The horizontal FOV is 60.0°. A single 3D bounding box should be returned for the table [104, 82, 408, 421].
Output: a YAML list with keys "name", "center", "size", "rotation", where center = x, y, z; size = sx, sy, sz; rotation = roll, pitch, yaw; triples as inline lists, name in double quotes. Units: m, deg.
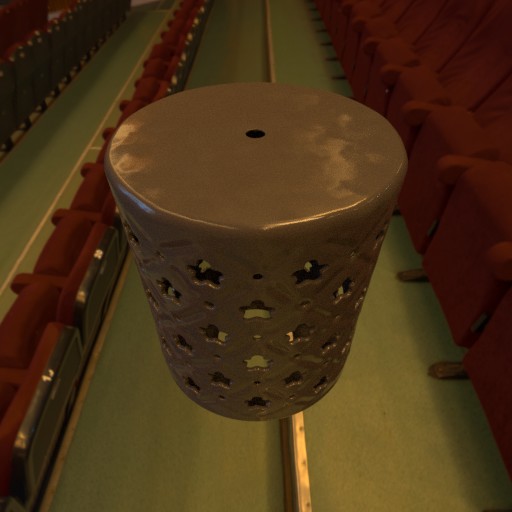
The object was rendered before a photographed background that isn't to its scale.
- name: "table"
  center: [0.000, 0.000, 0.649]
  size: [0.352, 0.387, 0.352]
  rotation: [0, 42, 0]
